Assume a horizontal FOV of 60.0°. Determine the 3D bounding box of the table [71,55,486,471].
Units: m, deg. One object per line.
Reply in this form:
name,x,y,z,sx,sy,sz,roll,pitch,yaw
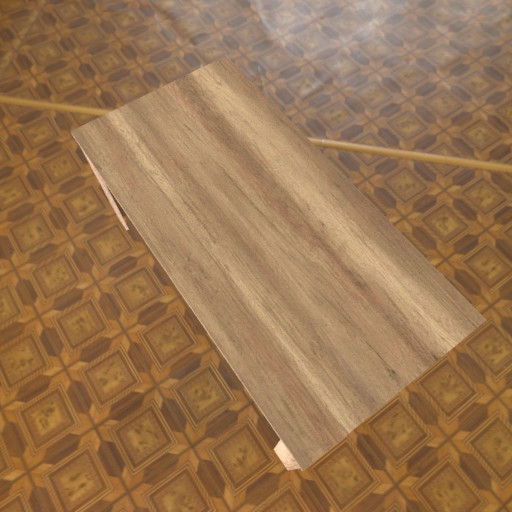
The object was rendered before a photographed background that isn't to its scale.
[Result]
table,0.000,0.000,2.270,0.900,0.790,1.800,-33,68,-15
